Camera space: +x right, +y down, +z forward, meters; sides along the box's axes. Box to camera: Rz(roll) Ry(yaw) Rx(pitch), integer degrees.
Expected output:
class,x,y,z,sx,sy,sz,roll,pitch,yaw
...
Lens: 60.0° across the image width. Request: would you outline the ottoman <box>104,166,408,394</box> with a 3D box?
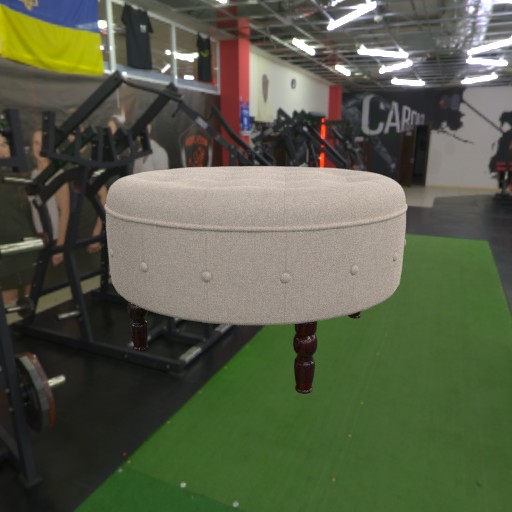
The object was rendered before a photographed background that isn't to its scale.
class,x,y,z,sx,sy,sz,roll,pitch,yaw
ottoman,0.000,0.000,1.349,0.848,0.494,0.848,0,15,0
